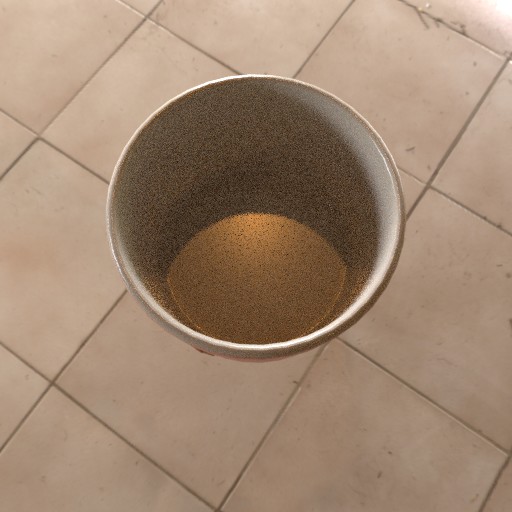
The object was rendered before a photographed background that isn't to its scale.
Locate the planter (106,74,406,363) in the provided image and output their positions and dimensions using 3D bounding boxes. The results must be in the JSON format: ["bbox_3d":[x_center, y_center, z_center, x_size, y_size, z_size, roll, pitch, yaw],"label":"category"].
[{"bbox_3d":[0.000,0.000,0.407,0.199,0.268,0.199,0,76,0],"label":"planter"}]
